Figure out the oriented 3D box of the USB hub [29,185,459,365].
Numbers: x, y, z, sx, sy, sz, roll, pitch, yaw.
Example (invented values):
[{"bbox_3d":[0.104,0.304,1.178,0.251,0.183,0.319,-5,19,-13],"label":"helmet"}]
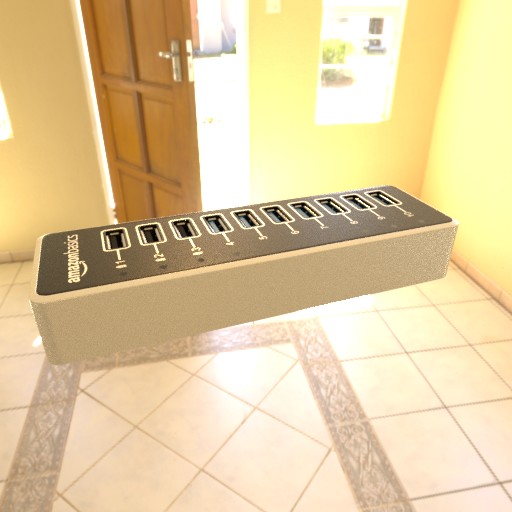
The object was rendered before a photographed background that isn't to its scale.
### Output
[{"bbox_3d":[0.000,0.000,0.162,0.145,0.023,0.044,-10,31,-17],"label":"USB hub"}]
